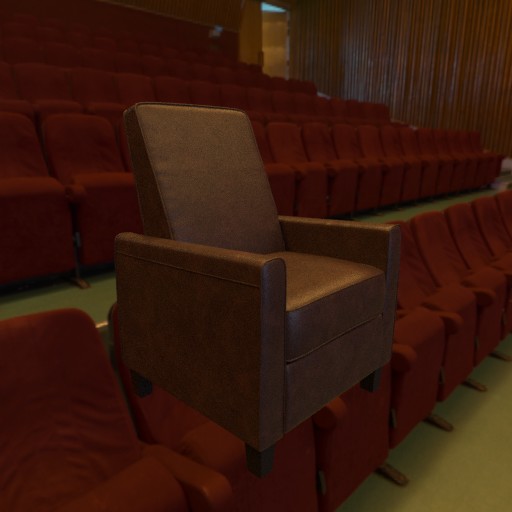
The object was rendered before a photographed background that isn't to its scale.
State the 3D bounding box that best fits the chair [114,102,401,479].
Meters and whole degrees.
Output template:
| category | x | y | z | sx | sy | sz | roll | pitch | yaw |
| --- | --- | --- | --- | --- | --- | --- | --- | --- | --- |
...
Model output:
| category | x | y | z | sx | sy | sz | roll | pitch | yaw |
| --- | --- | --- | --- | --- | --- | --- | --- | --- | --- |
| chair | 0.000 | 0.000 | 1.512 | 0.746 | 1.013 | 0.705 | 13 | 19 | 42 |
